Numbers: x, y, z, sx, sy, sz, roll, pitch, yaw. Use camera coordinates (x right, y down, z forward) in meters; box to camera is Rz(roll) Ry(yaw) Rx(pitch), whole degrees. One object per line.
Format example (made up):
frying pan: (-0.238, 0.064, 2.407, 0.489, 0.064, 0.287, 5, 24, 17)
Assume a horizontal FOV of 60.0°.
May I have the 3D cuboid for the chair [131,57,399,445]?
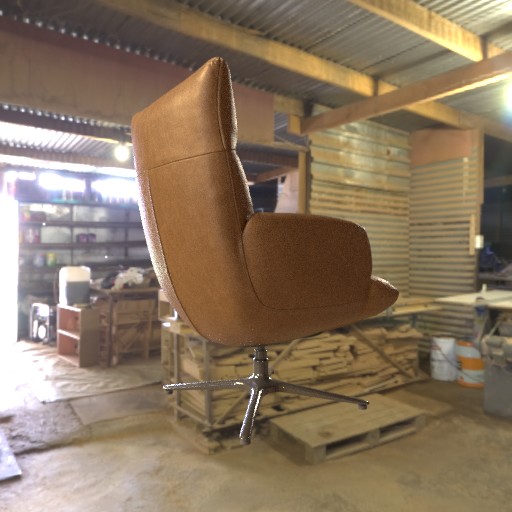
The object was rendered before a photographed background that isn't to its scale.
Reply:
chair: (0.000, 0.000, 1.557, 0.794, 1.027, 0.711, 0, 1, -35)
